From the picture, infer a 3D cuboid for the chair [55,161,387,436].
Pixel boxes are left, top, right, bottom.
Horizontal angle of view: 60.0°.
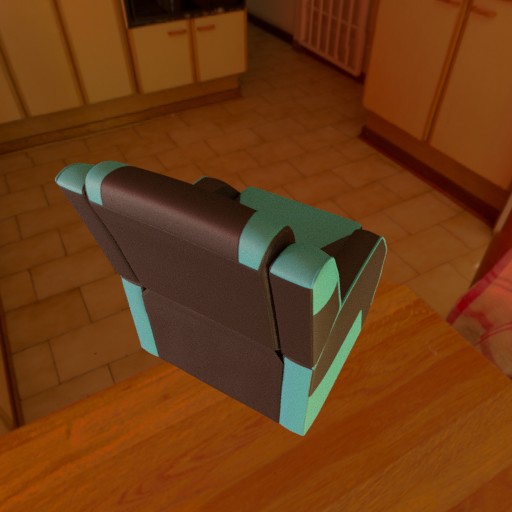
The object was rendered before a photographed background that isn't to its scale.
[{"bbox_3d":[0.000,0.000,1.281,0.620,0.805,0.672,22,48,21],"label":"chair"}]
